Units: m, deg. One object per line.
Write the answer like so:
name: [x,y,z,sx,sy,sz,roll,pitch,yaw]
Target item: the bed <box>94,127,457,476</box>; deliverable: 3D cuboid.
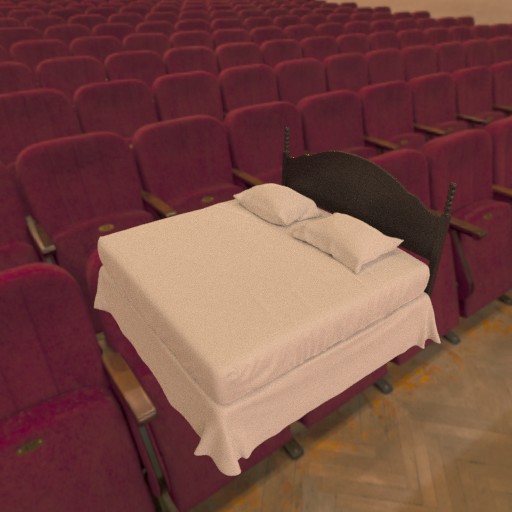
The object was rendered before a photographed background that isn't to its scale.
bed: [0.000,0.000,3.603,2.219,1.355,2.322,-21,36,-30]
